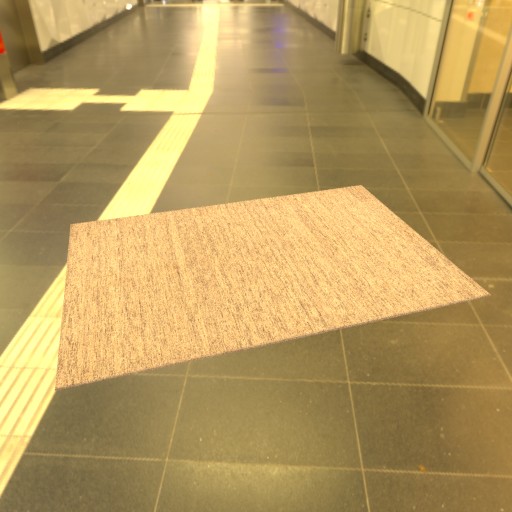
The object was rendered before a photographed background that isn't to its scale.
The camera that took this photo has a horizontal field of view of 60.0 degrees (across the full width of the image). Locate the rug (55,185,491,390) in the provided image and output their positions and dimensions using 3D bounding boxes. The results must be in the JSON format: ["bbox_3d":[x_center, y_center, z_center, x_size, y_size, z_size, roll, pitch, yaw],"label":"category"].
[{"bbox_3d":[0.000,0.000,2.262,1.840,0.013,1.225,-9,35,-14],"label":"rug"}]
